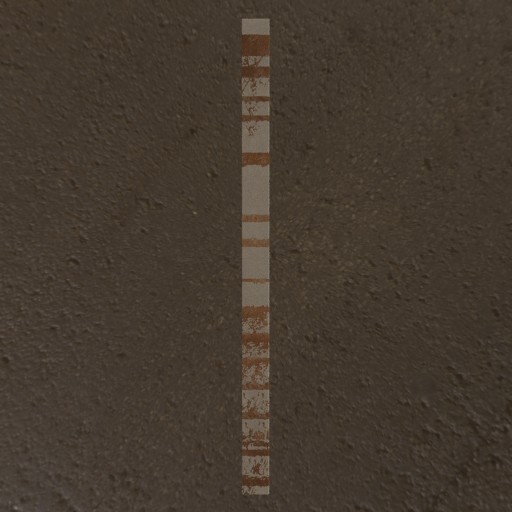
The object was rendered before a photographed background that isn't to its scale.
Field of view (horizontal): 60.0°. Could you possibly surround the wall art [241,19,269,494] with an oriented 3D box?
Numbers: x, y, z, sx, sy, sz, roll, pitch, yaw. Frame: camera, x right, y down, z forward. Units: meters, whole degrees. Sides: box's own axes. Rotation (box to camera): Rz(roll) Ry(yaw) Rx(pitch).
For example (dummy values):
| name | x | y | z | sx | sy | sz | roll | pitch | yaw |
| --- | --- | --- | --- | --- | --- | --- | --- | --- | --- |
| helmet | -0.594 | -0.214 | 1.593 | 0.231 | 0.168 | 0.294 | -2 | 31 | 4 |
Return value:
| name | x | y | z | sx | sy | sz | roll | pitch | yaw |
| --- | --- | --- | --- | --- | --- | --- | --- | --- | --- |
| wall art | 0.000 | 0.000 | 0.770 | 0.035 | 0.405 | 0.609 | 0 | 91 | 0 |
